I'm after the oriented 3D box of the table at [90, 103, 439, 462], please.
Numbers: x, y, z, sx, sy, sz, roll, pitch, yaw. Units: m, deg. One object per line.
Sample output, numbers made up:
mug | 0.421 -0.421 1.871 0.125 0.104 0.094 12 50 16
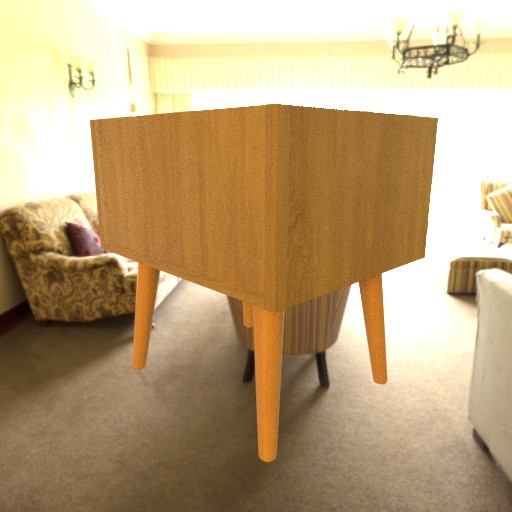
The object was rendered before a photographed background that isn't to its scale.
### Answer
table | 0.000 0.000 0.793 0.370 0.470 0.450 -13 19 -42
